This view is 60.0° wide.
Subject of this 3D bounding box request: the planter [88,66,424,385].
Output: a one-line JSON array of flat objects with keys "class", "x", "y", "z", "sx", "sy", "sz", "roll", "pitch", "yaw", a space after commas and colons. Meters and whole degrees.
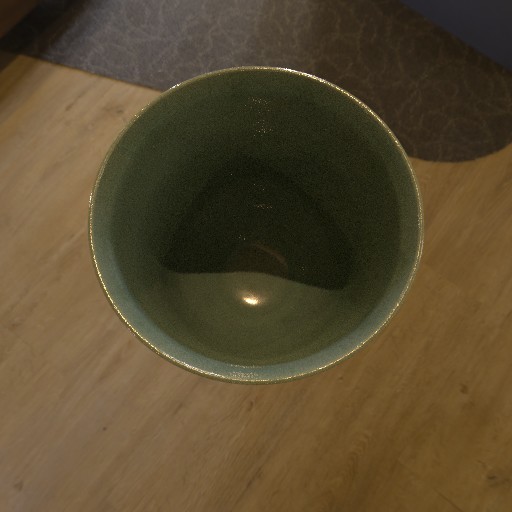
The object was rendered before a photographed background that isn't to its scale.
[{"class": "planter", "x": 0.000, "y": 0.000, "z": 0.364, "sx": 0.198, "sy": 0.214, "sz": 0.198, "roll": 0, "pitch": 75, "yaw": 0}]
